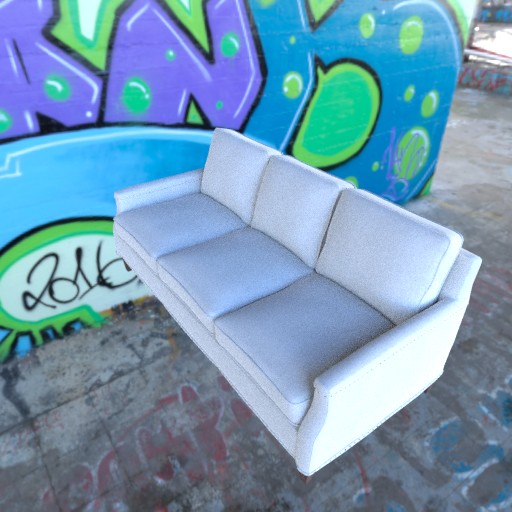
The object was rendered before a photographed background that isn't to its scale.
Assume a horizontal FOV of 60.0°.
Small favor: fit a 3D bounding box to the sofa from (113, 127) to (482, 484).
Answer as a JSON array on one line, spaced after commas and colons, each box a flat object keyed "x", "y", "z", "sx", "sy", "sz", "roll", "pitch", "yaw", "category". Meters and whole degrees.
[{"x": 0.000, "y": 0.000, "z": 2.735, "sx": 1.084, "sy": 1.003, "sz": 2.246, "roll": -21, "pitch": 39, "yaw": -29, "category": "sofa"}]
